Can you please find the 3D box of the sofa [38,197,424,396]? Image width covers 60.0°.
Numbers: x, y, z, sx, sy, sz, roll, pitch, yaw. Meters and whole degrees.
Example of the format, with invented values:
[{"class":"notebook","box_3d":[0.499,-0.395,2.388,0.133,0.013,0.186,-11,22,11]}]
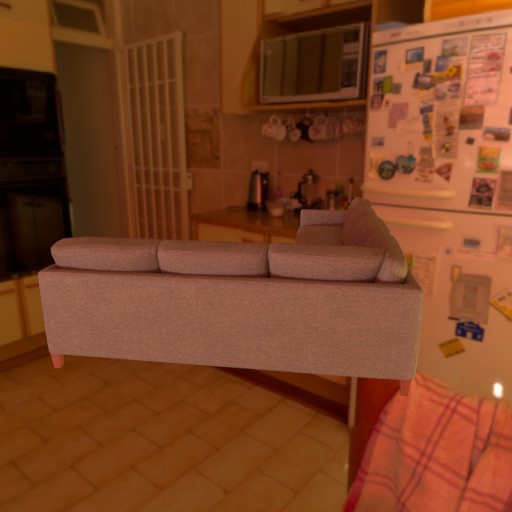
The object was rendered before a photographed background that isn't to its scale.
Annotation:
[{"class":"sofa","box_3d":[0.000,0.000,4.465,2.593,0.947,3.302,2,15,8]}]
